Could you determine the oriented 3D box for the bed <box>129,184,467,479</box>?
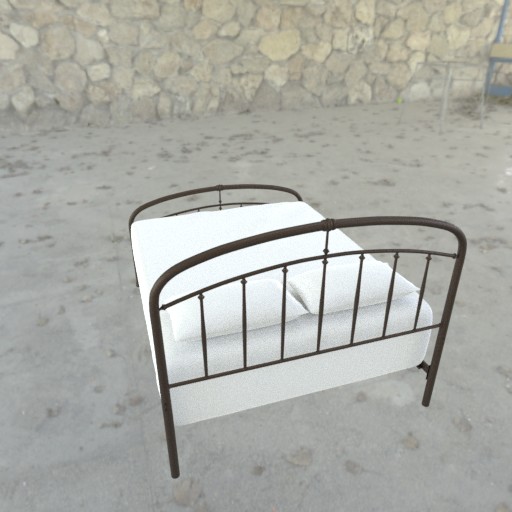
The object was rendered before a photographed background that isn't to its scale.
[{"bbox_3d":[0.000,0.000,3.253,1.711,1.425,2.180,-9,29,-16],"label":"bed"}]
